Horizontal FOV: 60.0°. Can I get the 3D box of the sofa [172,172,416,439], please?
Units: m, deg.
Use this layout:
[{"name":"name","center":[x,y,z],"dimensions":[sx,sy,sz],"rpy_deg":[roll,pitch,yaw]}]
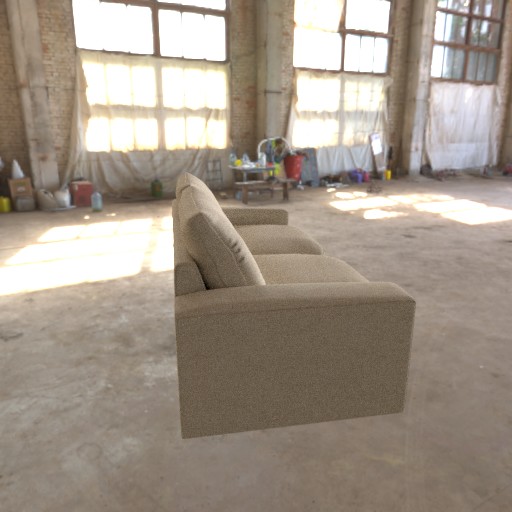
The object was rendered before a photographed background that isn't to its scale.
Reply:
[{"name":"sofa","center":[0.000,0.000,2.838],"dimensions":[1.040,0.922,2.299],"rpy_deg":[-3,16,-10]}]
